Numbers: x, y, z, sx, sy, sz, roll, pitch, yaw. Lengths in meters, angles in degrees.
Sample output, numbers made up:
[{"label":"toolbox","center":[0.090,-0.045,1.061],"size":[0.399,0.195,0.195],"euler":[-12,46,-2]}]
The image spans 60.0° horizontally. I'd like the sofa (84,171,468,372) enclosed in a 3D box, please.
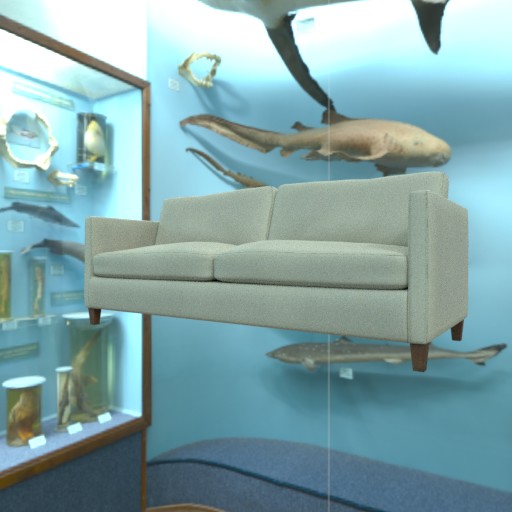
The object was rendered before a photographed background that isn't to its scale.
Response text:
[{"label":"sofa","center":[0.000,0.000,2.843],"size":[2.361,0.968,0.951],"euler":[0,0,34]}]
